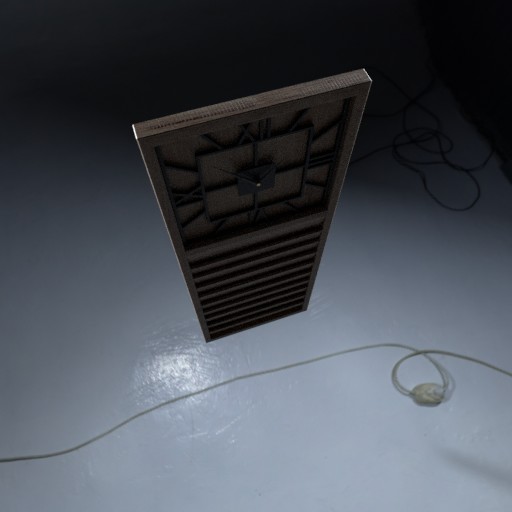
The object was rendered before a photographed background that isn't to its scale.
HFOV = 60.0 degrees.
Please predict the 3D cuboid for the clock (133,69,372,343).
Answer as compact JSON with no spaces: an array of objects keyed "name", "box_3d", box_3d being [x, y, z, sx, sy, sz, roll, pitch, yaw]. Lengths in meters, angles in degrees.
[{"name":"clock","box_3d":[0.000,0.000,1.075,0.361,0.965,0.030,-17,63,-9]}]
